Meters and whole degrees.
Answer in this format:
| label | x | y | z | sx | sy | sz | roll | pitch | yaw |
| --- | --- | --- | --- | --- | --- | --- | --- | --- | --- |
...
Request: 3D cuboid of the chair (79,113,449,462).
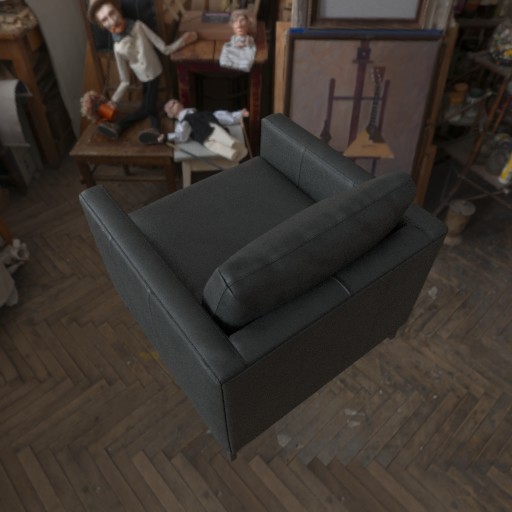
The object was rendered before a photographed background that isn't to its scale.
| label | x | y | z | sx | sy | sz | roll | pitch | yaw |
| --- | --- | --- | --- | --- | --- | --- | --- | --- | --- |
| chair | 0.000 | 0.000 | 1.537 | 0.967 | 0.824 | 0.861 | -29 | 54 | -24 |
